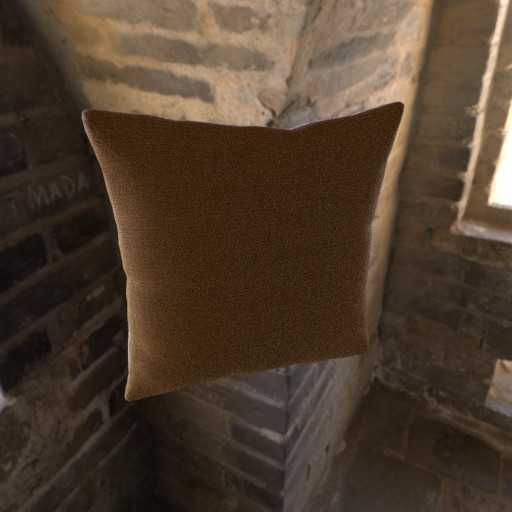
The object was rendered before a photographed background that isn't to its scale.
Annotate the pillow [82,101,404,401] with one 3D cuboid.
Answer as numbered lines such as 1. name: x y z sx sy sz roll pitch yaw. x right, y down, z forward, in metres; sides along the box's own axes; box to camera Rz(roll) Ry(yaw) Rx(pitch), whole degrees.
1. pillow: 0.000 0.000 0.664 0.432 0.437 0.147 -8 26 -16
